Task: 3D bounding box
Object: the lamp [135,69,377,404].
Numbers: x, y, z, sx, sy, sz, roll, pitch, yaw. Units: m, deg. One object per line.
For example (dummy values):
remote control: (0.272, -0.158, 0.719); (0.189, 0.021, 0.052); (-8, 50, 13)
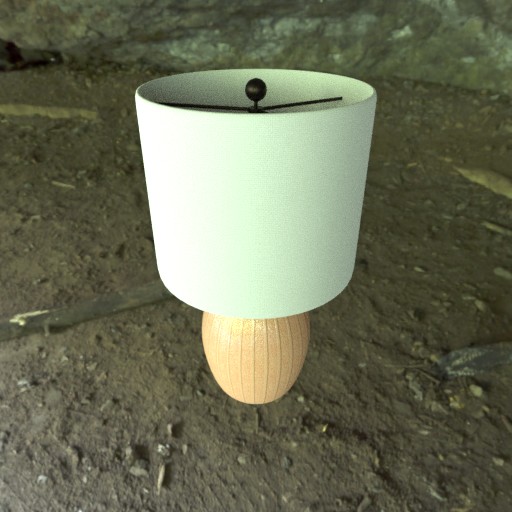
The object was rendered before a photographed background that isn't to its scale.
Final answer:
lamp: (0.000, 0.000, 0.756); (0.329, 0.570, 0.329); (0, 31, 0)
